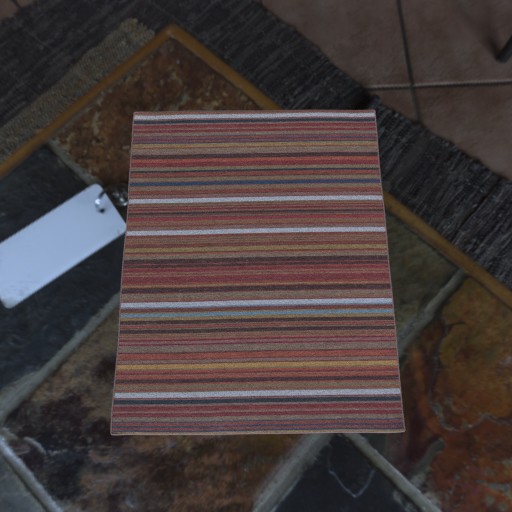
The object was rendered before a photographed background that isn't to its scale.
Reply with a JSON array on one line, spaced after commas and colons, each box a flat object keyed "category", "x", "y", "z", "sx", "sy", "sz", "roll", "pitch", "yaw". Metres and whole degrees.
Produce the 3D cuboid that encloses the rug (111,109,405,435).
[{"category": "rug", "x": 0.000, "y": 0.000, "z": 4.115, "sx": 2.479, "sy": 0.023, "sz": 3.092, "roll": 0, "pitch": 74, "yaw": 0}]
